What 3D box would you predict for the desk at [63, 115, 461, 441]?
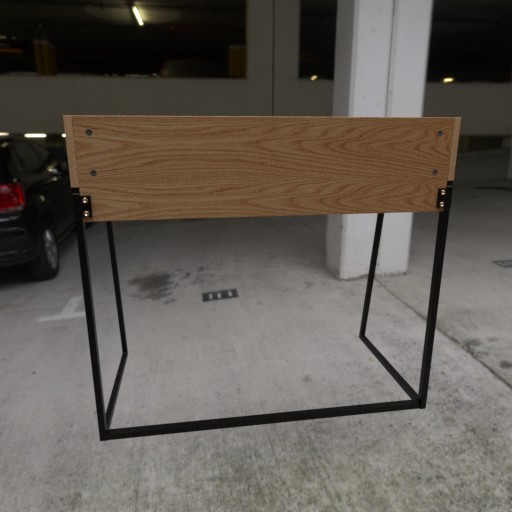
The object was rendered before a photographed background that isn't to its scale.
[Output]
[{"bbox_3d":[0.000,0.000,1.805,1.191,1.061,0.769,-2,16,-9],"label":"desk"}]
